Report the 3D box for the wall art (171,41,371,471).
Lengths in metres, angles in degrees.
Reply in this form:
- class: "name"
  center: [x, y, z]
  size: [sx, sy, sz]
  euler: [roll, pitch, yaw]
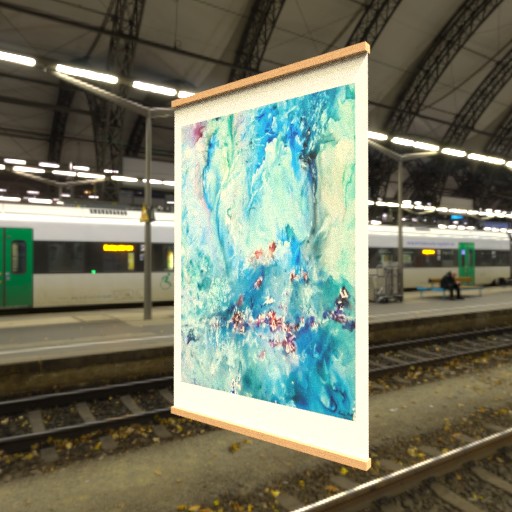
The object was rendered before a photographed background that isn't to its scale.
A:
- class: "wall art"
  center: [0.000, 0.000, 1.262]
  size: [0.669, 1.020, 0.027]
  euler: [0, -1, 36]
